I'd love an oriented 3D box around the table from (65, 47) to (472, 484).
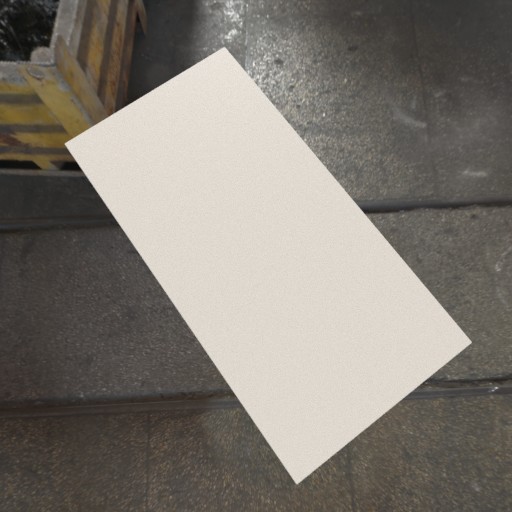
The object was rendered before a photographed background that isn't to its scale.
[{"bbox_3d":[0.000,0.000,1.510,0.609,0.432,1.194,-35,78,-9],"label":"table"}]
